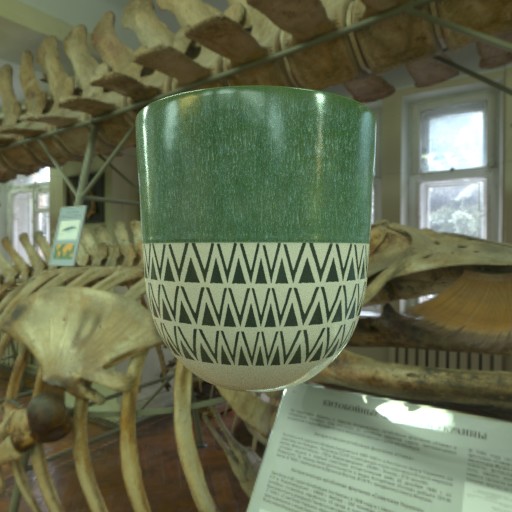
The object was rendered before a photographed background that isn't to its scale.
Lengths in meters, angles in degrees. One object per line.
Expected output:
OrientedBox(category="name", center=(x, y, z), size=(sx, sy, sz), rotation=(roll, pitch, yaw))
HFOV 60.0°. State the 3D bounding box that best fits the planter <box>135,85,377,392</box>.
OrientedBox(category="planter", center=(0.000, 0.000, 0.372), size=(0.195, 0.214, 0.195), rotation=(0, 1, 0))
